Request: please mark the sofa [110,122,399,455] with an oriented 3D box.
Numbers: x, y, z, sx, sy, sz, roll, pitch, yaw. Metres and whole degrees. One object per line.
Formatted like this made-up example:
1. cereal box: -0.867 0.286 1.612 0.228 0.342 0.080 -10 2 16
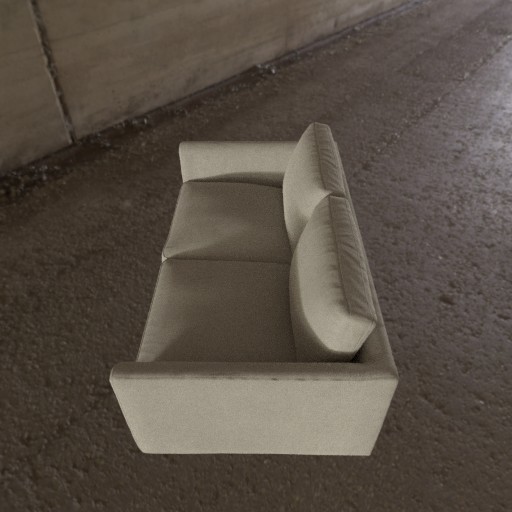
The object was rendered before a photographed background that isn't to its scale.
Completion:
1. sofa: 0.000 0.000 2.483 1.091 0.839 1.905 0 41 1
